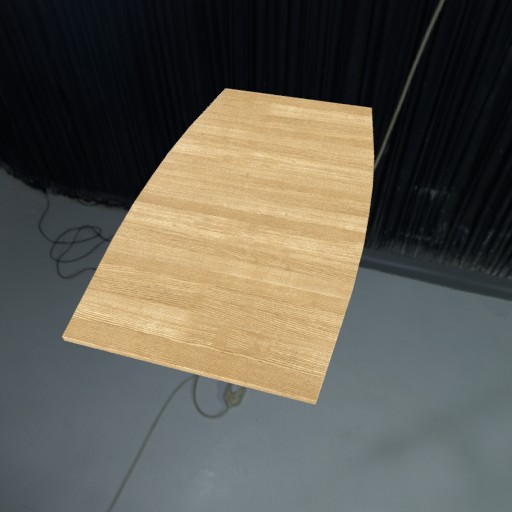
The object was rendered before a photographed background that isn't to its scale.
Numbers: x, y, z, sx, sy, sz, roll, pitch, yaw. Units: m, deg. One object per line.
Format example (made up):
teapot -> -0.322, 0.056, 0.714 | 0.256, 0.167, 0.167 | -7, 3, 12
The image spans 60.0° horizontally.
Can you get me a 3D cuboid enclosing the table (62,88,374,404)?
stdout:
table -> 0.000, 0.000, 2.058 | 0.900, 0.748, 1.598 | 11, 49, 10
